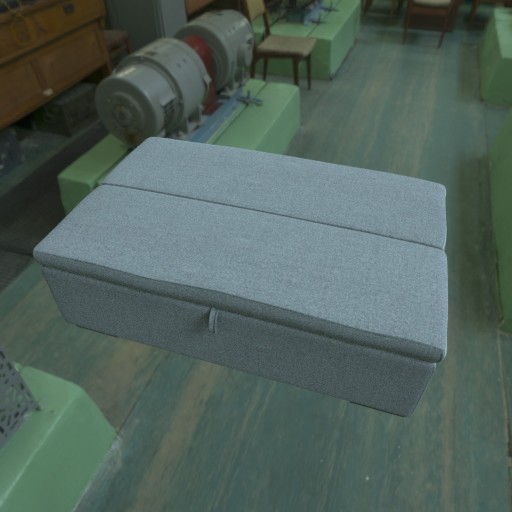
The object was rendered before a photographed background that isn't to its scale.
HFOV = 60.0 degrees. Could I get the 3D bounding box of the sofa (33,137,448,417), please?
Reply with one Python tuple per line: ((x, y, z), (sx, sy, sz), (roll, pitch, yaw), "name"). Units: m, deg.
((0.000, 0.000, 1.629), (1.250, 0.434, 0.817), (12, 44, 13), "sofa")
